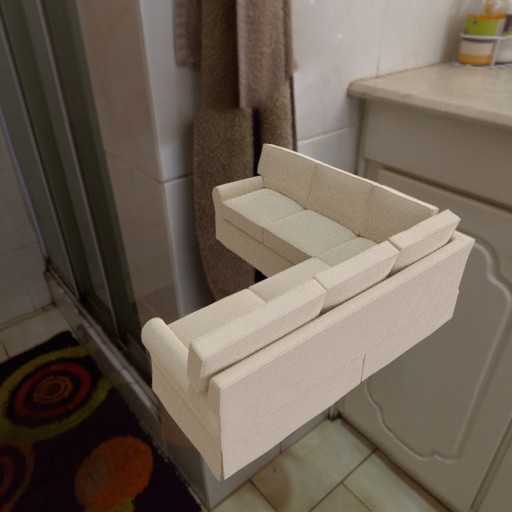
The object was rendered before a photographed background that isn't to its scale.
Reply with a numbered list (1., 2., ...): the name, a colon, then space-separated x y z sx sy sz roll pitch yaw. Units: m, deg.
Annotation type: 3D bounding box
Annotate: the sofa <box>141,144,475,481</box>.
1. sofa: 0.000 0.000 3.985 2.597 1.070 2.591 -23 39 -31
